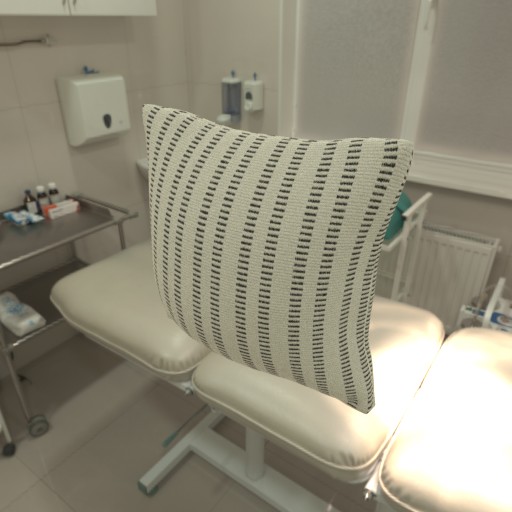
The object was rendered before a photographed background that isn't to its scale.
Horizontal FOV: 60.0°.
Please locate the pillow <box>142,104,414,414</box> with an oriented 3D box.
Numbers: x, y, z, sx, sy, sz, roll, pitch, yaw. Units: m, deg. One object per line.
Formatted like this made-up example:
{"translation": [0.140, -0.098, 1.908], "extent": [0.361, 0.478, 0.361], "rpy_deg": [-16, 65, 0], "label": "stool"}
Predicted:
{"translation": [0.000, 0.000, 0.692], "extent": [0.438, 0.419, 0.247], "rpy_deg": [19, 33, 31], "label": "pillow"}
